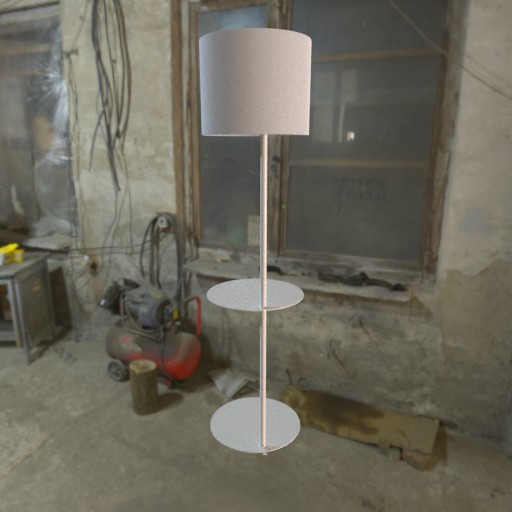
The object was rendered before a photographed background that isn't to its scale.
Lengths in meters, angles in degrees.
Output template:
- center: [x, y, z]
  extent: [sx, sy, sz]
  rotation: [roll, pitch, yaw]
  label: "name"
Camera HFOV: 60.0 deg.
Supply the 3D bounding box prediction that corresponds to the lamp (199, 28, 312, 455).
- center: [0.000, 0.000, 1.644]
  extent: [0.372, 1.465, 0.405]
  rotation: [-3, 14, -10]
  label: "lamp"
